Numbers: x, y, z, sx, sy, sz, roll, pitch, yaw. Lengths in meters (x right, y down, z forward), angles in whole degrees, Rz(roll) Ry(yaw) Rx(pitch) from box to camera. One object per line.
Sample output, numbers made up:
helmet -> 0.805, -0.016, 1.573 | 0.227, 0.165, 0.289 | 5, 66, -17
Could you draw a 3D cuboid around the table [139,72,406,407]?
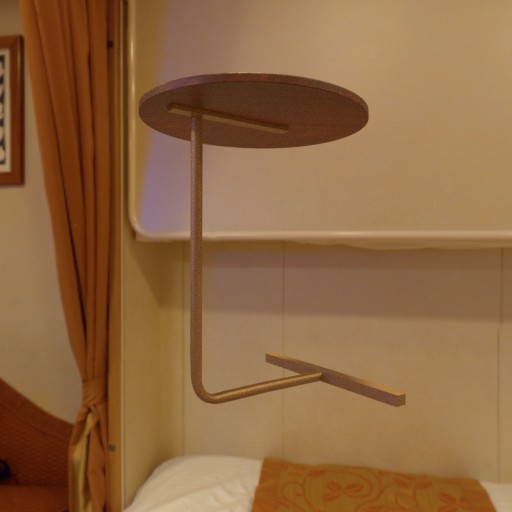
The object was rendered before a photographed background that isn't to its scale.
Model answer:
table -> 0.000, 0.000, 1.121 | 0.577, 0.706, 0.530 | 0, 1, -35
